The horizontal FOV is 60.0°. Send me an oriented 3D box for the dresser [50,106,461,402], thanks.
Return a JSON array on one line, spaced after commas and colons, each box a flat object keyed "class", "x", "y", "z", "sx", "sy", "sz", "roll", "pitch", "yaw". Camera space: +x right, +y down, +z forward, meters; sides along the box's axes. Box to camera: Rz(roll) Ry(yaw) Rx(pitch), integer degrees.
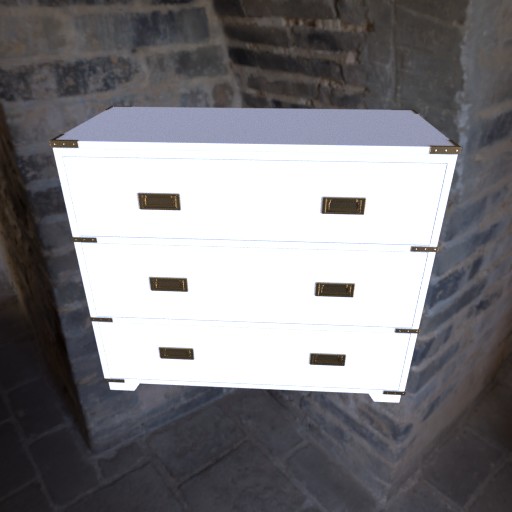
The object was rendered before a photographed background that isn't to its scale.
[{"class": "dresser", "x": 0.000, "y": 0.000, "z": 1.513, "sx": 1.022, "sy": 0.891, "sz": 0.460, "roll": 2, "pitch": 29, "yaw": 3}]
